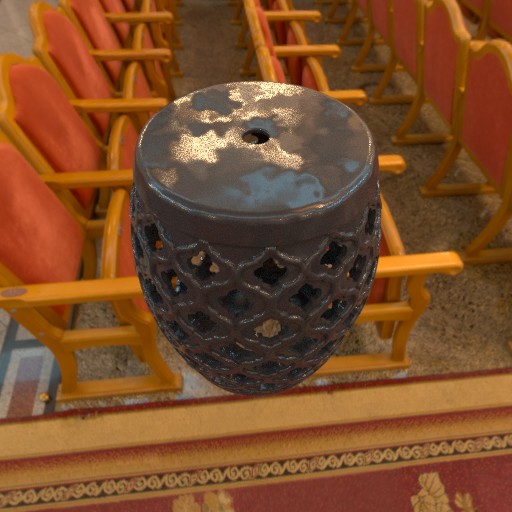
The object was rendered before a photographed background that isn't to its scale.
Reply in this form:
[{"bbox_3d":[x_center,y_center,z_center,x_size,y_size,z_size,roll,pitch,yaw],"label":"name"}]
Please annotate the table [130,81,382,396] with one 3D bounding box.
[{"bbox_3d":[0.000,0.000,0.622,0.325,0.388,0.325,0,48,0],"label":"table"}]
